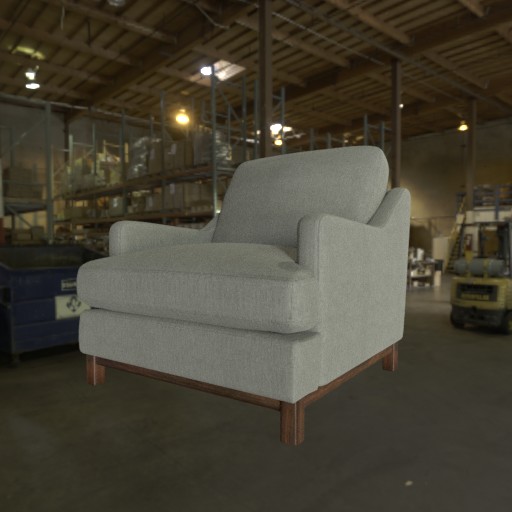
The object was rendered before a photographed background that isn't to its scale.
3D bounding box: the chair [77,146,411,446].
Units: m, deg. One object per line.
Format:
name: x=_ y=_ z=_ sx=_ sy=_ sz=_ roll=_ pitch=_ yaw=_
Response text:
chair: x=0.000 y=0.000 z=1.532 sx=0.826 sy=0.821 sz=0.892 roll=1 pitch=2 yaw=35
